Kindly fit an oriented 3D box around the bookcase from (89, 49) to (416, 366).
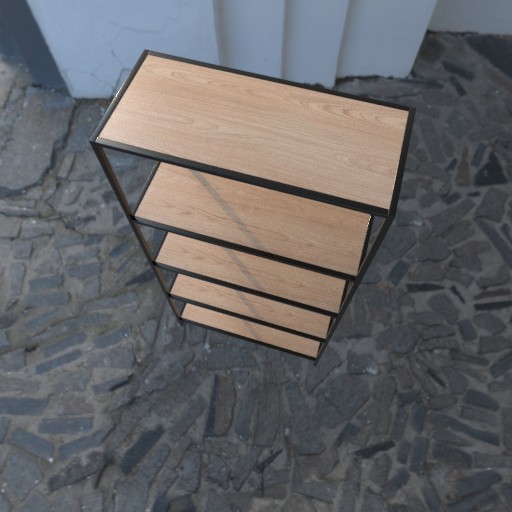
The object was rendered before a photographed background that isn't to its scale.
[{"bbox_3d":[0.000,0.000,1.802,0.770,1.500,0.350,15,64,8],"label":"bookcase"}]
